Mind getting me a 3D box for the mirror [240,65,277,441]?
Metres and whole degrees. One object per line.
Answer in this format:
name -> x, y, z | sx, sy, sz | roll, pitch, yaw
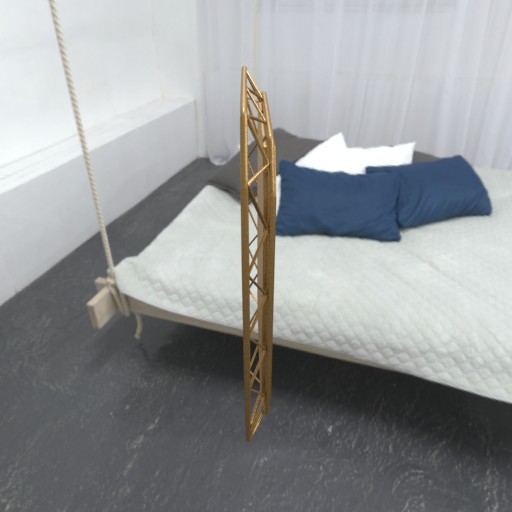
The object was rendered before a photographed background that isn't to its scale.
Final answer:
mirror -> 0.000, 0.000, 0.755 | 0.042, 0.566, 0.417 | -1, 33, -1
